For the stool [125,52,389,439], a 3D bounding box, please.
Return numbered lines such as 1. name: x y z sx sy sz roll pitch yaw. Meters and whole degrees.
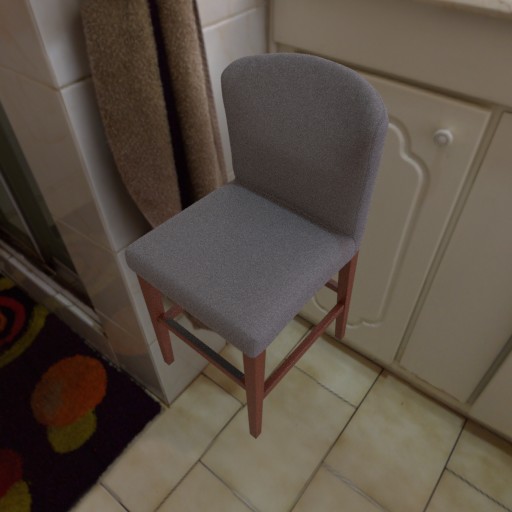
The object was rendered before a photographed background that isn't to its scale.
1. stool: 0.000 0.000 1.293 0.481 0.968 0.568 31 53 27
